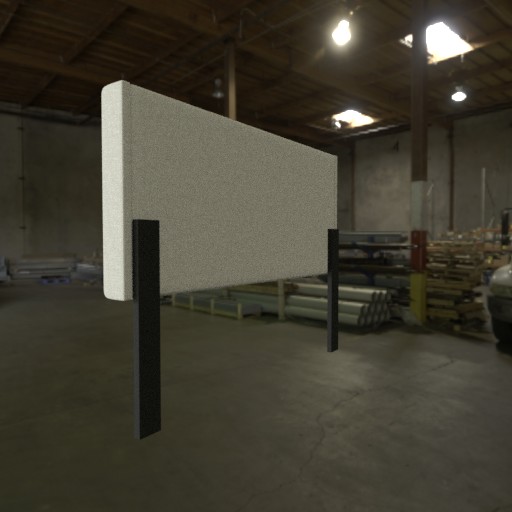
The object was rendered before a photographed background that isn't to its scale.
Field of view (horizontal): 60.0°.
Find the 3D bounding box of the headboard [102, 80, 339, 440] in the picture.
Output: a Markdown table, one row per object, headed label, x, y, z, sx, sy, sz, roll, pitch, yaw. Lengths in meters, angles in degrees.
| label | x | y | z | sx | sy | sz | roll | pitch | yaw |
| --- | --- | --- | --- | --- | --- | --- | --- | --- | --- |
| headboard | 0.000 | 0.000 | 2.725 | 0.184 | 1.524 | 2.051 | 1 | 2 | 36 |
